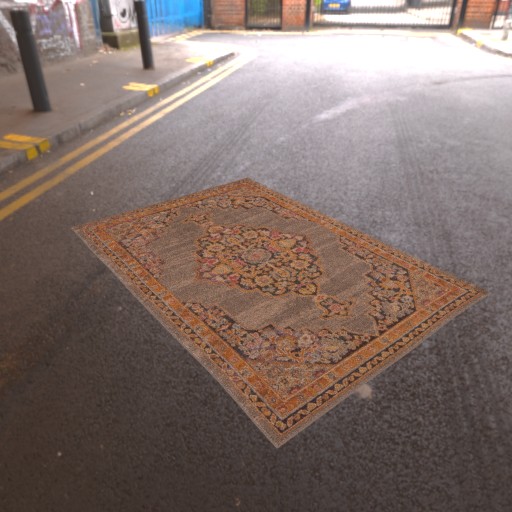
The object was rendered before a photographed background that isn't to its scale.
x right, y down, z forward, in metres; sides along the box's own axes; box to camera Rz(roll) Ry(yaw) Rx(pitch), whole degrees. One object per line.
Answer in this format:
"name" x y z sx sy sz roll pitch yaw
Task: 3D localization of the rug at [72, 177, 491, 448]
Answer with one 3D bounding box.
"rug" 0.000 0.000 3.631 2.043 0.026 2.901 -22 38 -32
